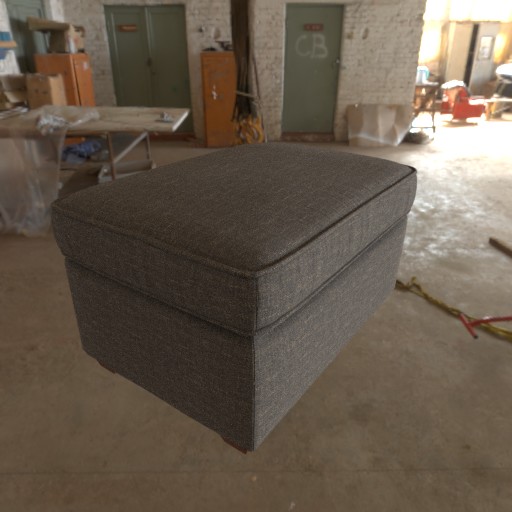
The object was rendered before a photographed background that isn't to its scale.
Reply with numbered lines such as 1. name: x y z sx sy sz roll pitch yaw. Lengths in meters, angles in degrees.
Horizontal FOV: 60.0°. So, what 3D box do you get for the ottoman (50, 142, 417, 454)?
1. ottoman: 0.000 0.000 1.090 0.549 0.450 0.749 17 31 32
